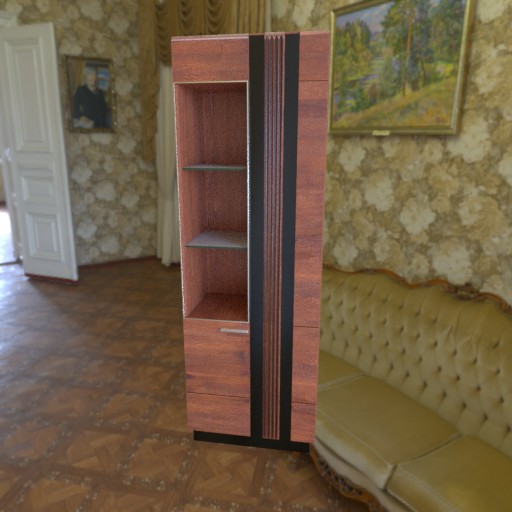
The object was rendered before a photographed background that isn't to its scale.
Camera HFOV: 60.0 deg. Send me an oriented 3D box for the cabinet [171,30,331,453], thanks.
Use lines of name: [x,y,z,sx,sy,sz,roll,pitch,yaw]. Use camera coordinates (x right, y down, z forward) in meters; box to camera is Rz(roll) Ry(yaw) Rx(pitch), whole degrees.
cabinet: [0.000,0.000,2.238,0.660,1.980,0.420,2,15,9]
